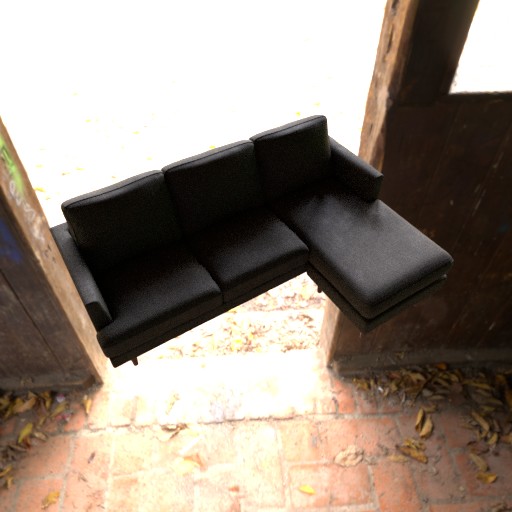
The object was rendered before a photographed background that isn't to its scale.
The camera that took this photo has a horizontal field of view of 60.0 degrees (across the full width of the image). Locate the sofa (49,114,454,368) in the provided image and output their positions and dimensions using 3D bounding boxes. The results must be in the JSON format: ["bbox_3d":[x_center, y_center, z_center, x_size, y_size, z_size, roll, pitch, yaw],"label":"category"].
[{"bbox_3d":[0.000,0.000,2.974,2.233,0.956,1.504,-25,52,-21],"label":"sofa"}]
